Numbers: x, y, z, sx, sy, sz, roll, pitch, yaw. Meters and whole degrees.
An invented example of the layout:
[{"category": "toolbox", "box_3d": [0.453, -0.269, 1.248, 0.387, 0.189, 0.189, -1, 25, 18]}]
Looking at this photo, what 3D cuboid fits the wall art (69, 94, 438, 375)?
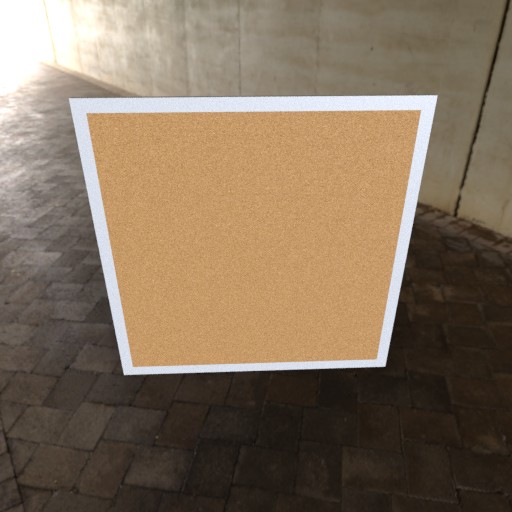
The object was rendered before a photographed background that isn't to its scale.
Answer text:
[{"category": "wall art", "box_3d": [0.000, 0.000, 1.181, 0.812, 0.813, 0.013, -1, 30, -2]}]
